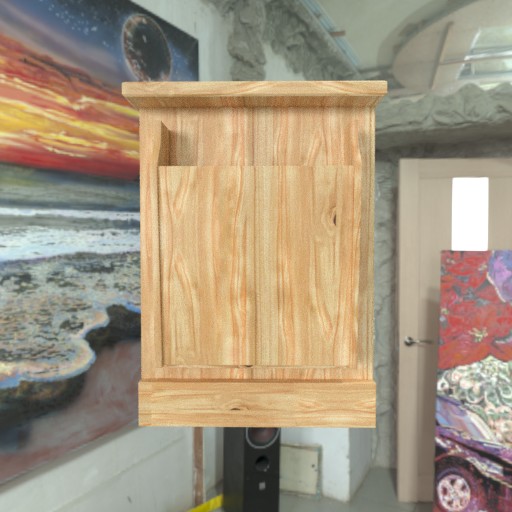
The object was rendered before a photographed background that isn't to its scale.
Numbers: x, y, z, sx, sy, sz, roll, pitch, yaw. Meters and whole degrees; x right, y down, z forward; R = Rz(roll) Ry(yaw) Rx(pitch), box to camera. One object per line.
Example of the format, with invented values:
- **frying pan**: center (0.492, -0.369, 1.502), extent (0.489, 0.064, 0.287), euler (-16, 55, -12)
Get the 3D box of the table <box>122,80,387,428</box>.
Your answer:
- **table**: center (0.000, 0.000, 0.876), extent (0.380, 0.515, 0.530), euler (0, 2, 1)
